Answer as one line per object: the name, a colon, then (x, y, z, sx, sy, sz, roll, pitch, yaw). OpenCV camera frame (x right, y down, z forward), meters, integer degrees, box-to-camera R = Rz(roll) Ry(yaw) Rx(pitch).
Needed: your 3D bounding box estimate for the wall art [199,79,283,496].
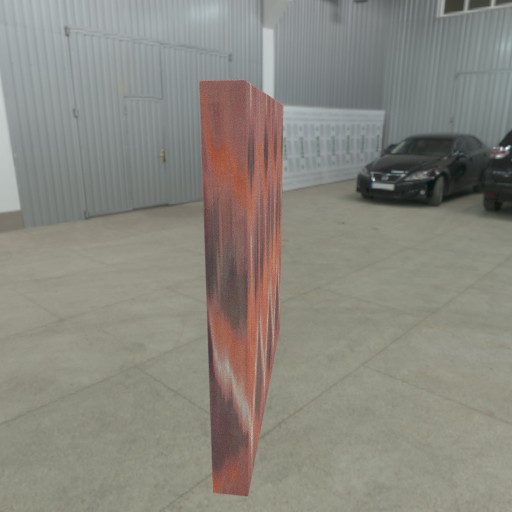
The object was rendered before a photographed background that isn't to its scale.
wall art: (0.000, 0.000, 0.599, 0.038, 0.406, 0.403, 2, 16, 7)
